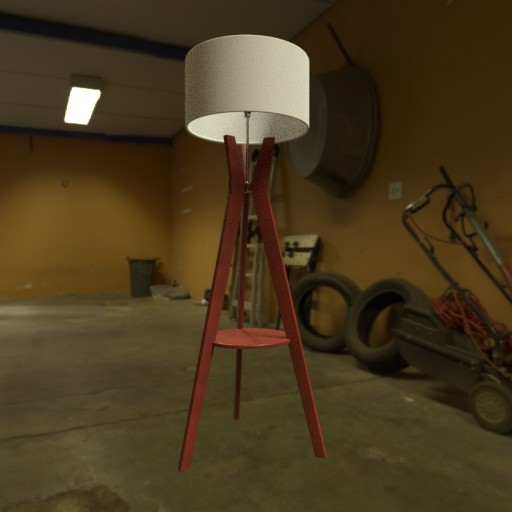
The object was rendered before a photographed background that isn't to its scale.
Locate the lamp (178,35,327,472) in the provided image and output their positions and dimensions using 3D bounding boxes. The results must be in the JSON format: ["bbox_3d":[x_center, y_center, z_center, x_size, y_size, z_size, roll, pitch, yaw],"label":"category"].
[{"bbox_3d":[0.000,0.000,1.702,0.542,1.472,0.539,0,1,19],"label":"lamp"}]
